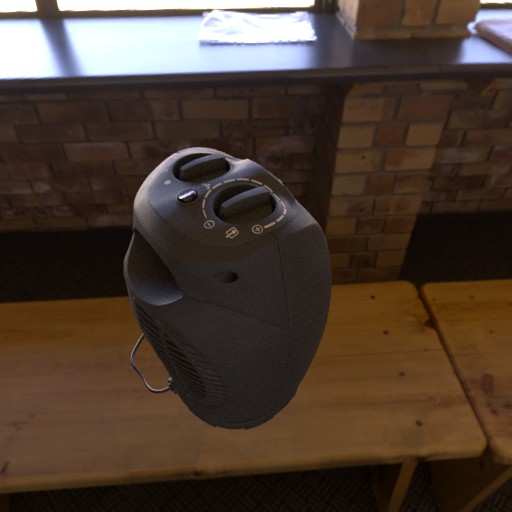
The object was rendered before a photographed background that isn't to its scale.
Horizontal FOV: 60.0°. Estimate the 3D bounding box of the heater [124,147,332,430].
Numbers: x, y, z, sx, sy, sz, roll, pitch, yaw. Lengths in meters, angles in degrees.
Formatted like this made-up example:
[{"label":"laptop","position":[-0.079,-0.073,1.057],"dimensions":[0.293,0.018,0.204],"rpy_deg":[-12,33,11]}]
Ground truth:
[{"label":"heater","position":[0.000,0.000,0.463],"dimensions":[0.291,0.255,0.239],"rpy_deg":[-26,48,-25]}]
